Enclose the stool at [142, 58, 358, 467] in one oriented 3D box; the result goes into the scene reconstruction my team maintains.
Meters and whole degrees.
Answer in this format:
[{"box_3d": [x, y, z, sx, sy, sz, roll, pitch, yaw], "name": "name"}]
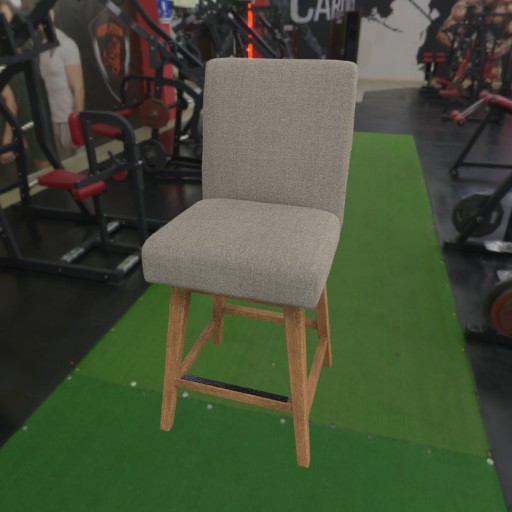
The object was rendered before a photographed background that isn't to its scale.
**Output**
[{"box_3d": [0.000, 0.000, 1.274, 0.459, 1.010, 0.526, 8, 29, 15], "name": "stool"}]
